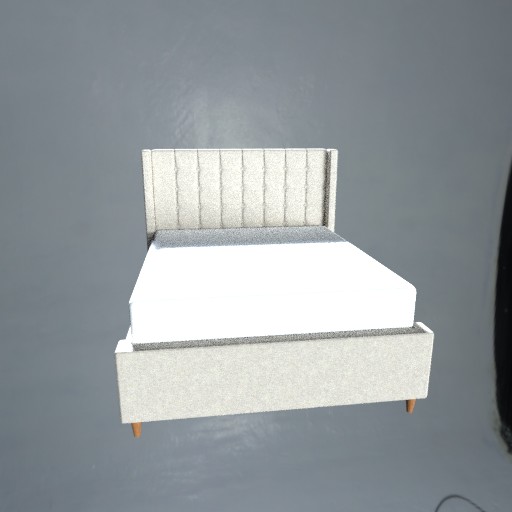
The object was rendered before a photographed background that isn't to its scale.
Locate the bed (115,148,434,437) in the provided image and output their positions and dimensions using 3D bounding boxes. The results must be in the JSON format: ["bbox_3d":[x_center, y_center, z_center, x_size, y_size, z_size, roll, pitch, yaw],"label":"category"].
[{"bbox_3d":[0.000,0.000,3.841,2.045,1.743,2.370,-2,15,-8],"label":"bed"}]
